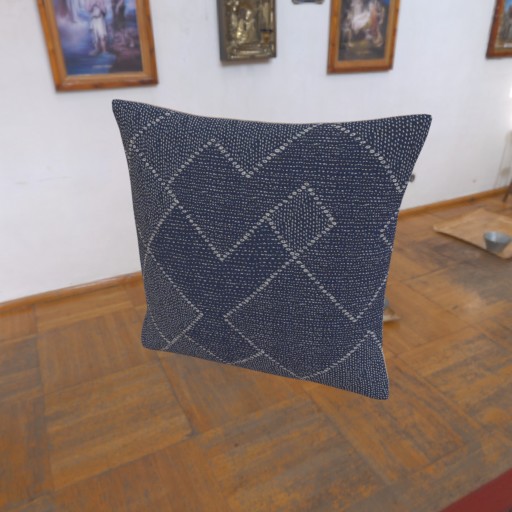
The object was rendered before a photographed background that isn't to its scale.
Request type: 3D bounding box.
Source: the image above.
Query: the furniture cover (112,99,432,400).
[{"bbox_3d":[0.000,0.000,0.775,0.511,0.503,0.162,8,27,16],"label":"furniture cover"}]
